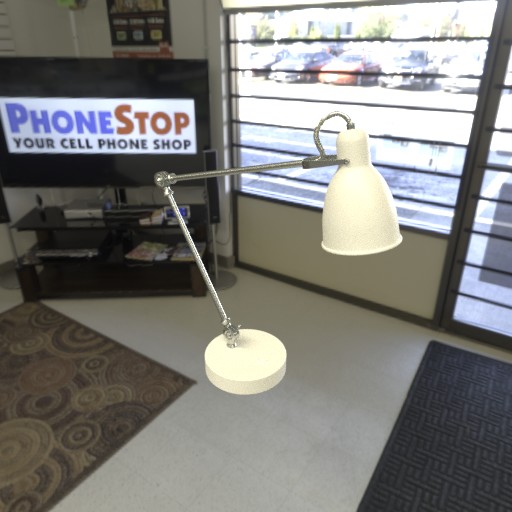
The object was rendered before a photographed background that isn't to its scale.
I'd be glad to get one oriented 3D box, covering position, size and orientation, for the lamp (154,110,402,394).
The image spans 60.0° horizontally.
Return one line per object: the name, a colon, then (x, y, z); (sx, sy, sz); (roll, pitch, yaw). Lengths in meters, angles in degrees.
lamp: (0.000, 0.000, 0.888); (0.561, 0.587, 0.187); (18, 31, 33)
